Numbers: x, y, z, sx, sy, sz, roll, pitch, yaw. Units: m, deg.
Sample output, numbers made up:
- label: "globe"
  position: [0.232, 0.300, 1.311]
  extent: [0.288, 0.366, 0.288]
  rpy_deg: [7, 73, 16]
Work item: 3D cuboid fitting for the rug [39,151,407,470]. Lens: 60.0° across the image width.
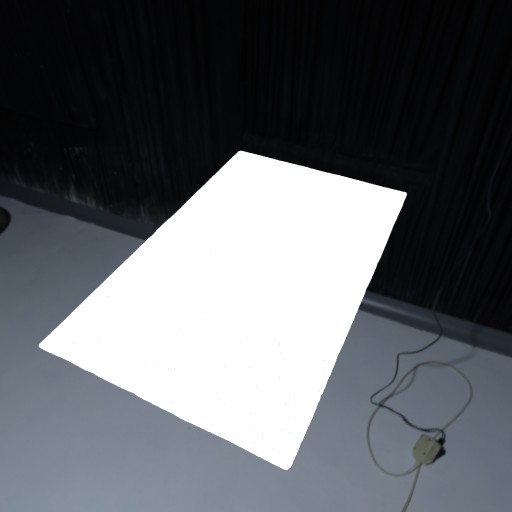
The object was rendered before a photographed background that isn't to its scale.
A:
- label: "rug"
  position: [0.000, 0.000, 3.050]
  extent: [1.546, 0.010, 2.442]
  rpy_deg: [19, 46, 19]
